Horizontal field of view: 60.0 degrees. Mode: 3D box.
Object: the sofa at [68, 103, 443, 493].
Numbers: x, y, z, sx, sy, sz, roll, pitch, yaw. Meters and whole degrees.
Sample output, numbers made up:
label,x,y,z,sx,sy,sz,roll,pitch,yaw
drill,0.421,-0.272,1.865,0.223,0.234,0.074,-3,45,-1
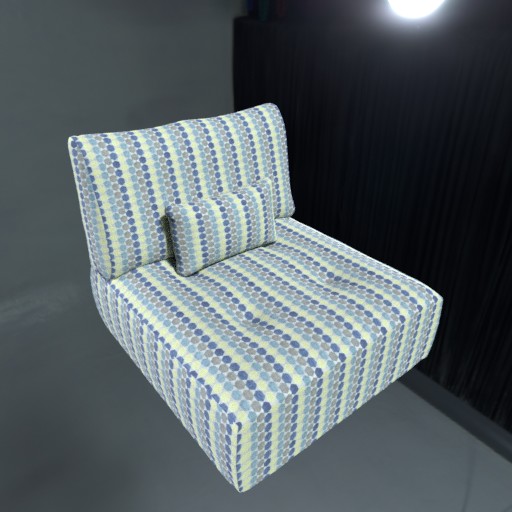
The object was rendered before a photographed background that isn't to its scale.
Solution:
label,x,y,z,sx,sy,sz,roll,pitch,yaw
sofa,0.000,0.000,1.609,0.930,0.830,1.000,-22,37,-33
